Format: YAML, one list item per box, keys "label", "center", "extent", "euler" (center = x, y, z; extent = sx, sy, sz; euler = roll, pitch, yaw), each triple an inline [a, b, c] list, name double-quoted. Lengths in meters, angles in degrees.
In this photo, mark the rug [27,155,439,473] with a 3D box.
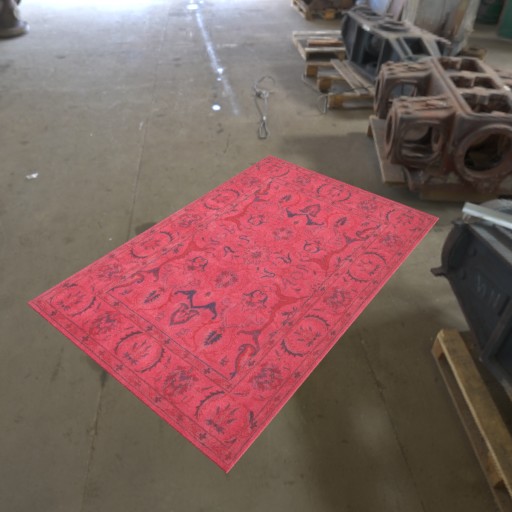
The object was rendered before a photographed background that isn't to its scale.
- label: "rug"
  center: [0.000, 0.000, 2.259]
  extent: [1.209, 0.008, 1.814]
  euler: [27, 47, 28]
